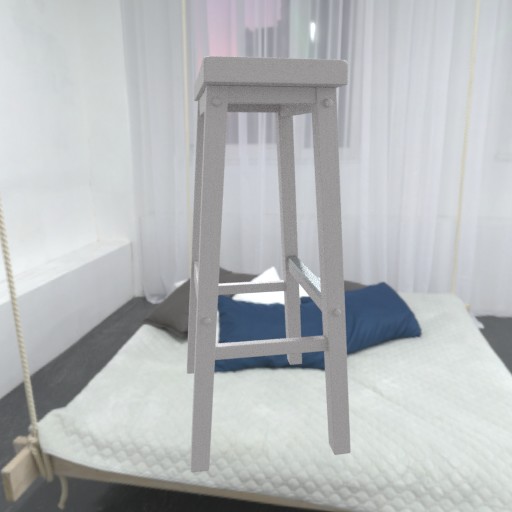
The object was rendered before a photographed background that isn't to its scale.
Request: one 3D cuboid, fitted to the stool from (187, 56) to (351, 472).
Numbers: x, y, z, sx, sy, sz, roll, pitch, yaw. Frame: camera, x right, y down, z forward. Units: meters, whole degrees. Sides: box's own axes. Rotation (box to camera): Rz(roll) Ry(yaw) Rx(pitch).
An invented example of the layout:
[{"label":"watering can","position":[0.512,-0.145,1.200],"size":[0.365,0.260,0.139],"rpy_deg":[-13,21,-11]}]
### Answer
[{"label":"stool","position":[0.000,0.000,0.973],"size":[0.322,0.742,0.406],"rpy_deg":[-3,16,-9]}]
